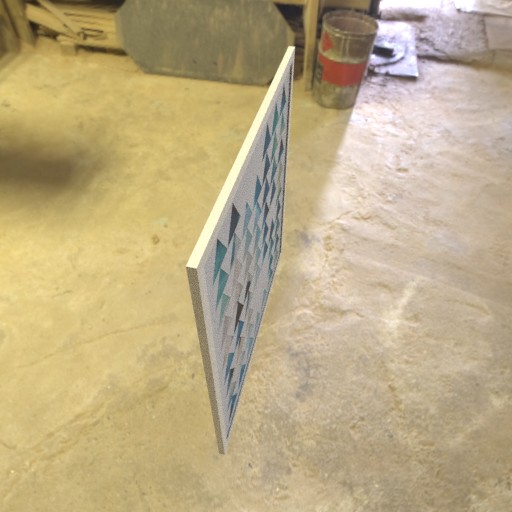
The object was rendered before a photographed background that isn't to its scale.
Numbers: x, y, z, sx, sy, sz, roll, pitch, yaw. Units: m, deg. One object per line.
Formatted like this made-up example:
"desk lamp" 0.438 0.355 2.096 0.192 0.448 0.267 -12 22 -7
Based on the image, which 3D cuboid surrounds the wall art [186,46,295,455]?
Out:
"wall art" 0.000 0.000 0.843 0.012 0.557 0.557 10 48 9
